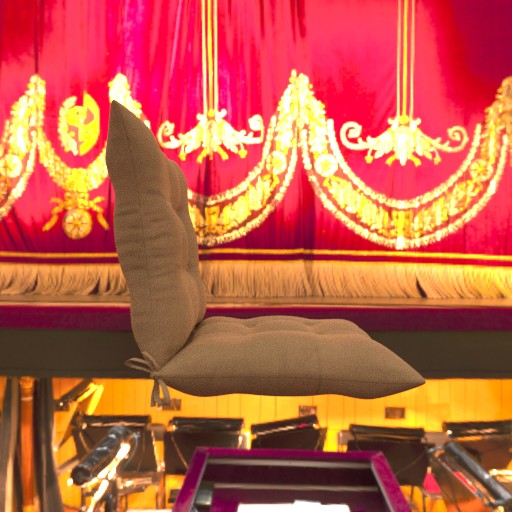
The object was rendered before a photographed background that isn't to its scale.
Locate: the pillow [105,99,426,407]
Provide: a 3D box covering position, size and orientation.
[{"bbox_3d":[0.000,0.000,0.999,0.585,0.536,0.541,0,0,0],"label":"pillow"}]
